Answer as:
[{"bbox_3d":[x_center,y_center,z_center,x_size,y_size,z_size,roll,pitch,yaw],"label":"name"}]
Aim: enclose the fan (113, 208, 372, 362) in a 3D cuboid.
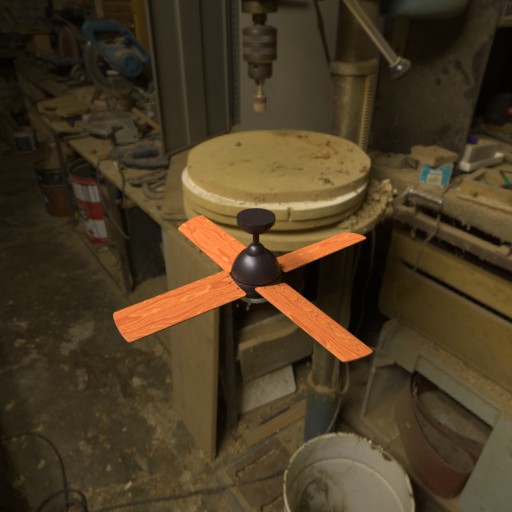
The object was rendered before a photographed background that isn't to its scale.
[{"bbox_3d":[0.000,0.000,2.023,1.332,0.403,1.332,-20,37,-29],"label":"fan"}]
